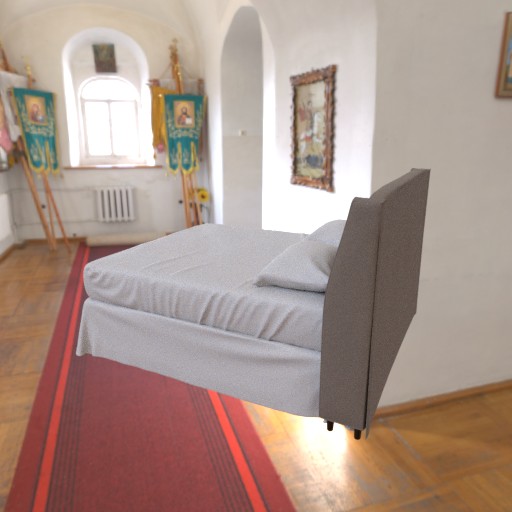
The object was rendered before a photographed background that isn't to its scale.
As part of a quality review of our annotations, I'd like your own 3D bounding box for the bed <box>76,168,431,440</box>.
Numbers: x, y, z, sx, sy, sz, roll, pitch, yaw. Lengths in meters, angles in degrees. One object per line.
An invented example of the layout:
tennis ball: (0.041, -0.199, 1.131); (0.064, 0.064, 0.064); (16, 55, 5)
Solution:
bed: (0.000, 0.000, 3.479); (2.276, 1.332, 1.925); (8, 18, 26)
